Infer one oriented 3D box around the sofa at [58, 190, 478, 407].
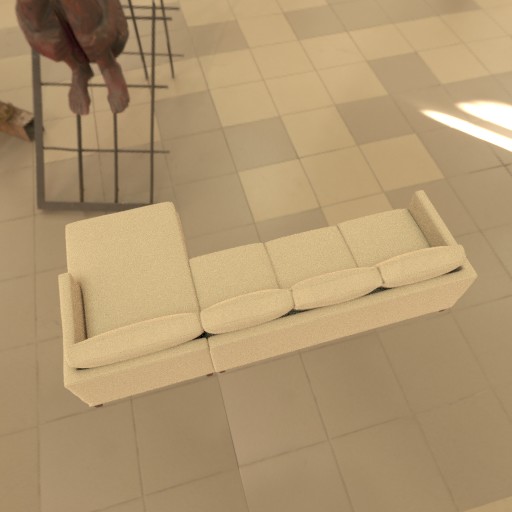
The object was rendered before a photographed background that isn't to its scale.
[{"bbox_3d":[0.000,0.000,3.855,3.186,0.861,1.625,-14,59,-8],"label":"sofa"}]
